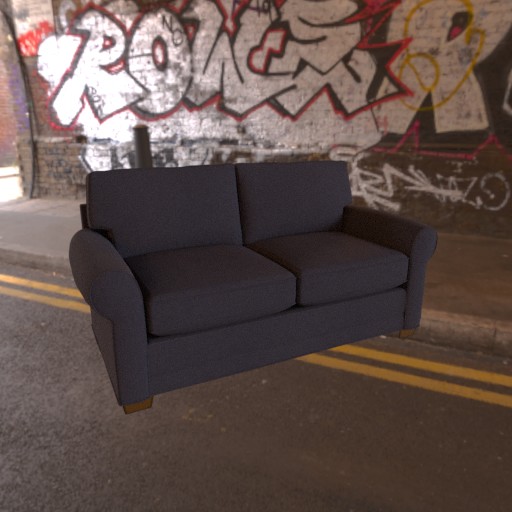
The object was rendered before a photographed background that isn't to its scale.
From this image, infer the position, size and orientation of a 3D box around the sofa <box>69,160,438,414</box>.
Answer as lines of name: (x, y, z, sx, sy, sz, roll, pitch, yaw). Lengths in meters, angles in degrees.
sofa: (0.000, 0.000, 2.599, 2.009, 1.031, 0.951, -8, 18, -26)
